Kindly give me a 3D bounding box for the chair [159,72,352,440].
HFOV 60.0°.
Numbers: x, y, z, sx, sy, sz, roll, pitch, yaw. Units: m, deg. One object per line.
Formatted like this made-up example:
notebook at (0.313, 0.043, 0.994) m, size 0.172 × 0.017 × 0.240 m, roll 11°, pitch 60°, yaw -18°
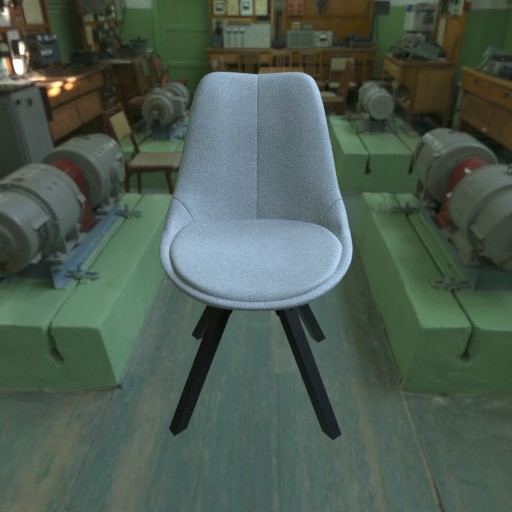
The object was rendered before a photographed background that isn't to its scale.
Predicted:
chair at (0.000, 0.000, 1.178) m, size 0.485 × 0.850 × 0.550 m, roll 1°, pitch 30°, yaw 1°
